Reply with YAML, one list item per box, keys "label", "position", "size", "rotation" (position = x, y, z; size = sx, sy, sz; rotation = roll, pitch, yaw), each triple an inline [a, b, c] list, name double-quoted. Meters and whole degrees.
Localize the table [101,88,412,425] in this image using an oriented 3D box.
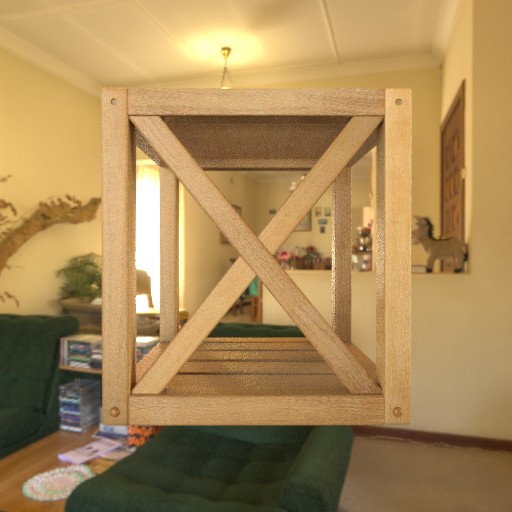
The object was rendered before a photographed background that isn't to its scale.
- label: "table"
  position: [0.000, 0.000, 1.070]
  size: [0.559, 0.610, 0.558]
  rotation: [0, 0, 0]
